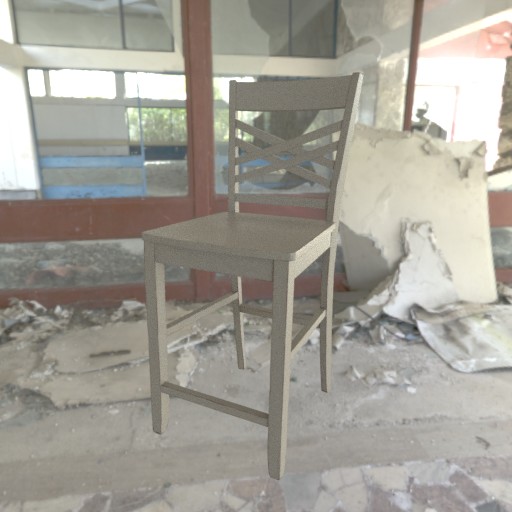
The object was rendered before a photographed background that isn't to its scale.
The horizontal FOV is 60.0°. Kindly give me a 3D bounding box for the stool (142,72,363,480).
[{"bbox_3d":[0.000,0.000,1.363,0.462,1.079,0.539,8,17,27],"label":"stool"}]
